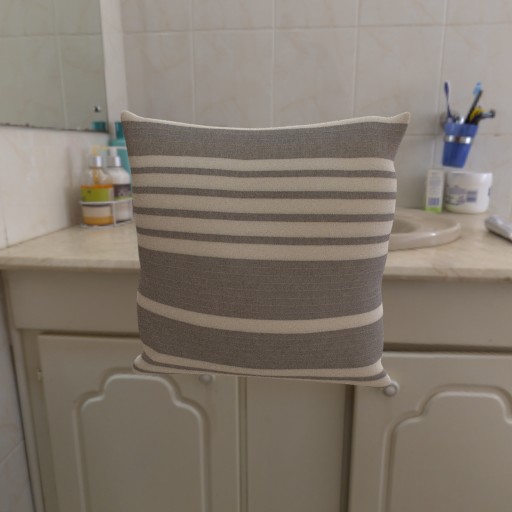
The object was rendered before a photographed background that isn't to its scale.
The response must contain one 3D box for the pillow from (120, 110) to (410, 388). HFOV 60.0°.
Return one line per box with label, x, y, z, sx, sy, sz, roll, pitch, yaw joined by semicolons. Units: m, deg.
pillow;0.000;0.000;0.694;0.439;0.440;0.182;2;13;8
